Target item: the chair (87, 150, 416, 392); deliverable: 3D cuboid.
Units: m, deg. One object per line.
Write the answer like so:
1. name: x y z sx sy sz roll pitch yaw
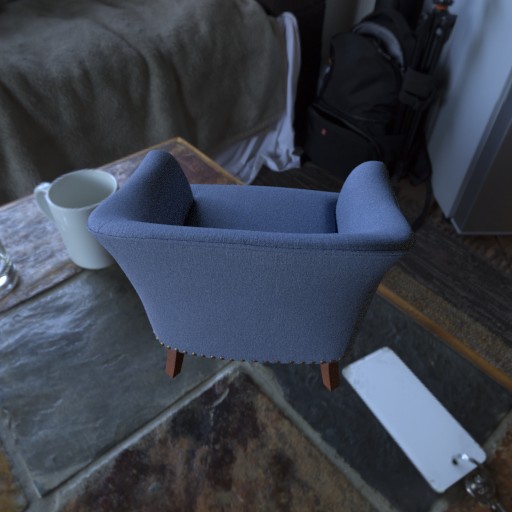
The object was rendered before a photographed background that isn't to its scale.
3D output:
1. chair: 0.000 0.000 1.402 0.798 0.815 0.704 4 47 4
